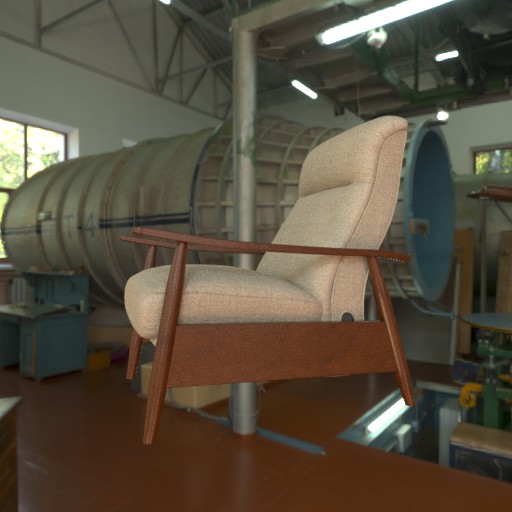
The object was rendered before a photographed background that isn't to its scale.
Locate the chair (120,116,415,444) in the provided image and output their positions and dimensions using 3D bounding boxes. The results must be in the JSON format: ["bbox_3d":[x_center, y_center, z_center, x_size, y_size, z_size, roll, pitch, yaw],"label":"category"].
[{"bbox_3d":[0.000,0.000,1.783,1.014,1.082,0.762,0,0,-20],"label":"chair"}]
